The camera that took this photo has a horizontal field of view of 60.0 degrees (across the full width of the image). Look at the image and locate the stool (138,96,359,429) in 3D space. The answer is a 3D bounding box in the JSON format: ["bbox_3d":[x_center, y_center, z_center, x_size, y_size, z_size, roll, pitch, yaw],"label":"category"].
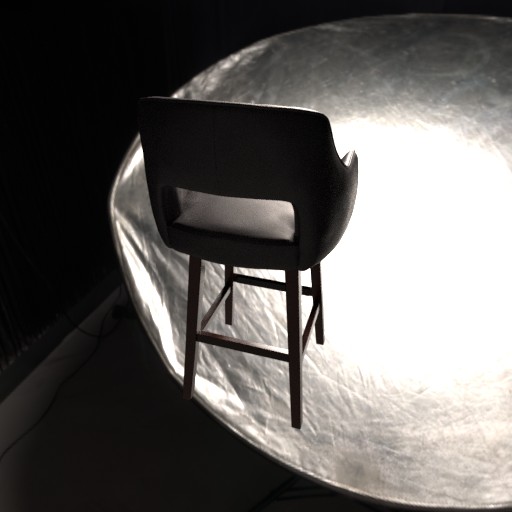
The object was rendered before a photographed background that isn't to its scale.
[{"bbox_3d":[0.000,0.000,1.378,0.550,1.041,0.560,10,33,15],"label":"stool"}]
